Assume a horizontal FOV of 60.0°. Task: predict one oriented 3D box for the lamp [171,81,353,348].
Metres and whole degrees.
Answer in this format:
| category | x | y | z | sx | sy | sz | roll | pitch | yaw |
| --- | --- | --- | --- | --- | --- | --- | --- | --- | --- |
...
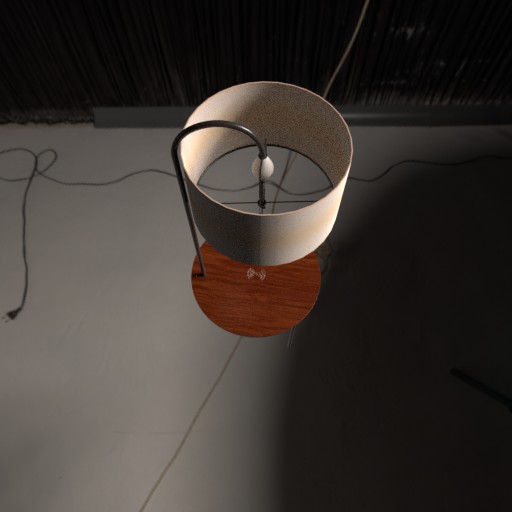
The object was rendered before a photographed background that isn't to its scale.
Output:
| category | x | y | z | sx | sy | sz | roll | pitch | yaw |
| --- | --- | --- | --- | --- | --- | --- | --- | --- | --- |
| lamp | 0.000 | 0.000 | 1.807 | 0.573 | 1.517 | 0.573 | 0 | 63 | 0 |
